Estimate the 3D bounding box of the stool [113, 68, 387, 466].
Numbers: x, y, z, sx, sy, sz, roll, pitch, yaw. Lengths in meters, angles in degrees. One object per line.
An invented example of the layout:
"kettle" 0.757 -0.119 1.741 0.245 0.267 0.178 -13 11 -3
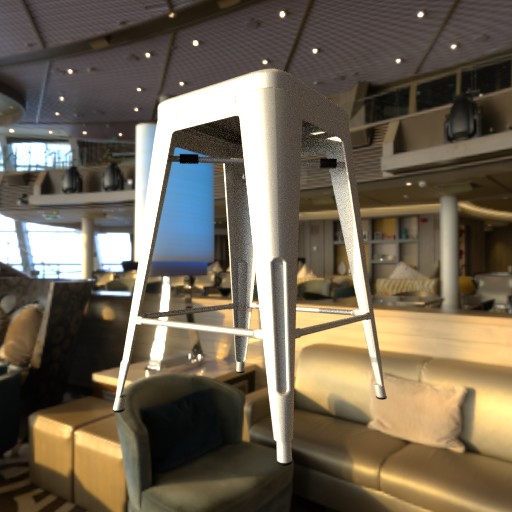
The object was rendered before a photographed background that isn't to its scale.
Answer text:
"stool" 0.000 0.000 0.913 0.406 0.610 0.406 -1 -1 36
